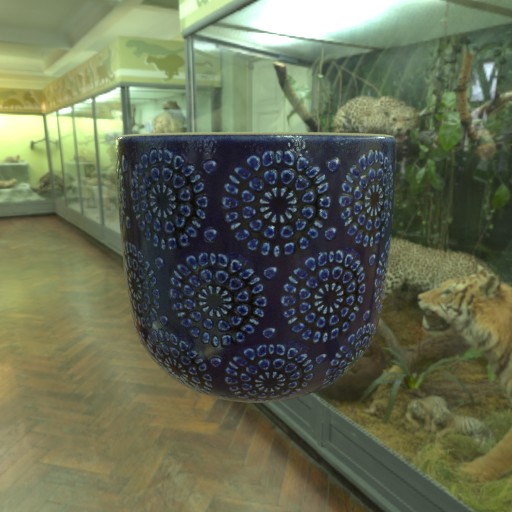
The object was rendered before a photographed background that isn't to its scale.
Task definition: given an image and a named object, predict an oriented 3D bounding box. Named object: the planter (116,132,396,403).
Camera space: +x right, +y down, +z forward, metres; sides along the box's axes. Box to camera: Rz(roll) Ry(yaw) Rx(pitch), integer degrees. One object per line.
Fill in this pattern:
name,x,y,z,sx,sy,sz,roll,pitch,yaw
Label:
planter,0.000,0.000,0.286,0.165,0.149,0.165,0,14,0
